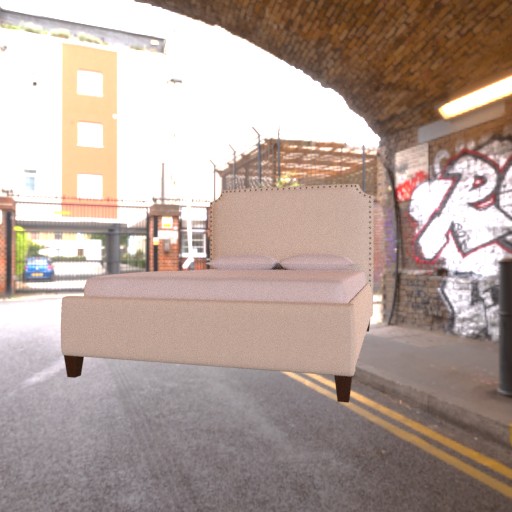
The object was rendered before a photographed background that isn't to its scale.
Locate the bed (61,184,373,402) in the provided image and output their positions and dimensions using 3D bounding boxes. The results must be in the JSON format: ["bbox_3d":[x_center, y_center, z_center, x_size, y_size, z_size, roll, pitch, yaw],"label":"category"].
[{"bbox_3d":[0.000,0.000,3.478,1.712,1.443,2.372,0,-1,17],"label":"bed"}]
